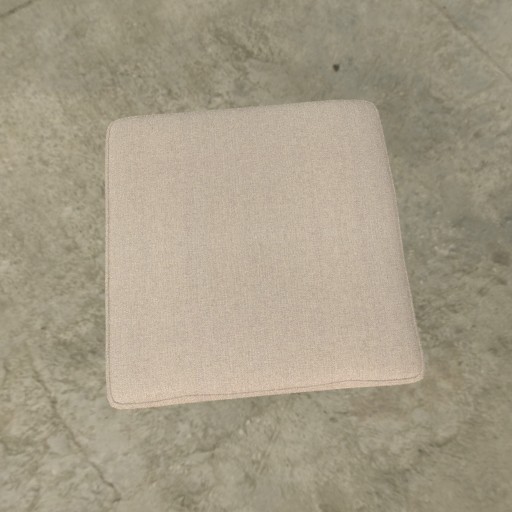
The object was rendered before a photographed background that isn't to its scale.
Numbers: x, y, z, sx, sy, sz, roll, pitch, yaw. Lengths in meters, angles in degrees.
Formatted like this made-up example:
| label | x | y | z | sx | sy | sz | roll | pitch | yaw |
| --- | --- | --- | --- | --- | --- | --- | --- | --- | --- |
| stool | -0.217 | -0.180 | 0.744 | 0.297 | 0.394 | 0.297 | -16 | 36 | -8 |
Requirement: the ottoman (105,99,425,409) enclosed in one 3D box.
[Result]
| label | x | y | z | sx | sy | sz | roll | pitch | yaw |
| --- | --- | --- | --- | --- | --- | --- | --- | --- | --- |
| ottoman | 0.000 | 0.000 | 1.398 | 0.838 | 0.481 | 0.838 | -5 | 75 | -1 |
